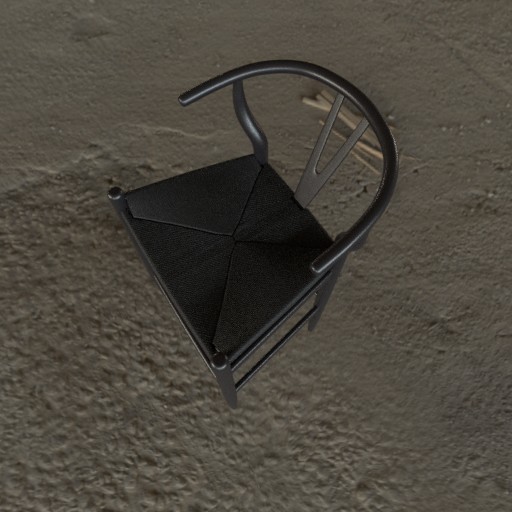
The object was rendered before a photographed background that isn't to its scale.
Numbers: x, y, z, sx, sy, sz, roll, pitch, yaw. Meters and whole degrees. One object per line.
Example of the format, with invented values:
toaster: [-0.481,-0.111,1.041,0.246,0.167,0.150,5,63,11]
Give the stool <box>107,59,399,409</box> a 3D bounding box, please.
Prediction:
stool: [0.000,0.000,1.330,0.579,0.970,0.569,-31,68,-14]
